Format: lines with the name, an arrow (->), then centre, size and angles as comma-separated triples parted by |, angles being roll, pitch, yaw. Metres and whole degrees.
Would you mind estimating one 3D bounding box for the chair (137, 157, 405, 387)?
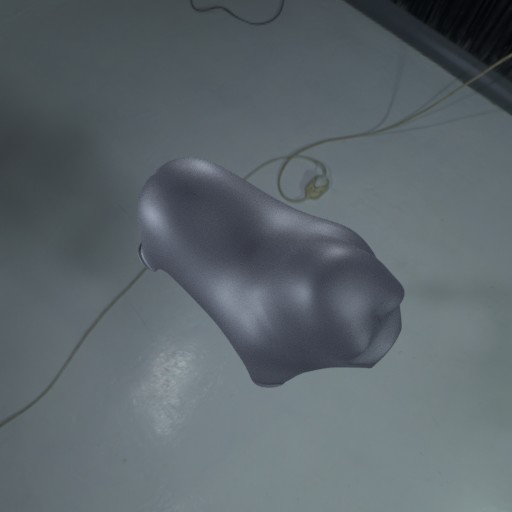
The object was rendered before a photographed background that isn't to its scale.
chair -> 0.000, 0.000, 1.131 | 0.758, 0.600, 0.490 | 39, 78, 10
